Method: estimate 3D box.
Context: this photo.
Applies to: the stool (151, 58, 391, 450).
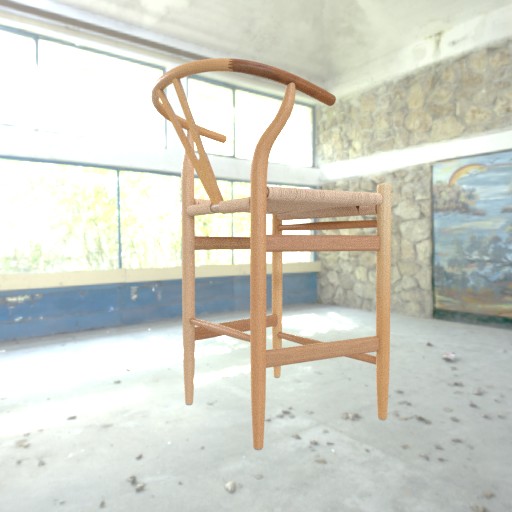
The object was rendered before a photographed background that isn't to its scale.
[{"bbox_3d":[0.000,0.000,1.282,0.575,0.923,0.536,-1,2,-36],"label":"stool"}]
